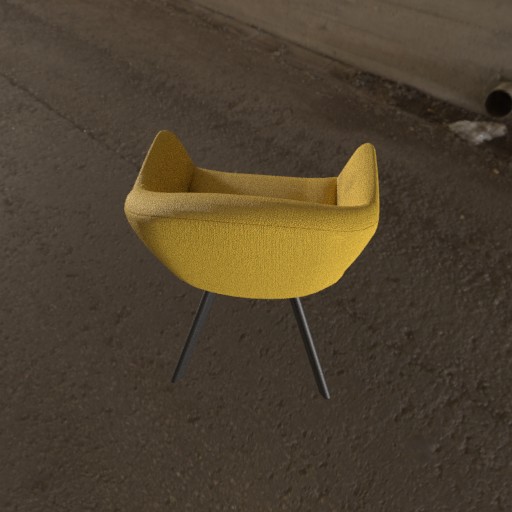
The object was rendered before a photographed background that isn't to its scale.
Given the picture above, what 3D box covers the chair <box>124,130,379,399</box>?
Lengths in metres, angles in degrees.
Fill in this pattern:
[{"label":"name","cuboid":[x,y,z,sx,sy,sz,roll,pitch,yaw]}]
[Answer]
[{"label":"chair","cuboid":[0.000,0.000,1.150,0.545,0.775,0.565,5,48,4]}]
